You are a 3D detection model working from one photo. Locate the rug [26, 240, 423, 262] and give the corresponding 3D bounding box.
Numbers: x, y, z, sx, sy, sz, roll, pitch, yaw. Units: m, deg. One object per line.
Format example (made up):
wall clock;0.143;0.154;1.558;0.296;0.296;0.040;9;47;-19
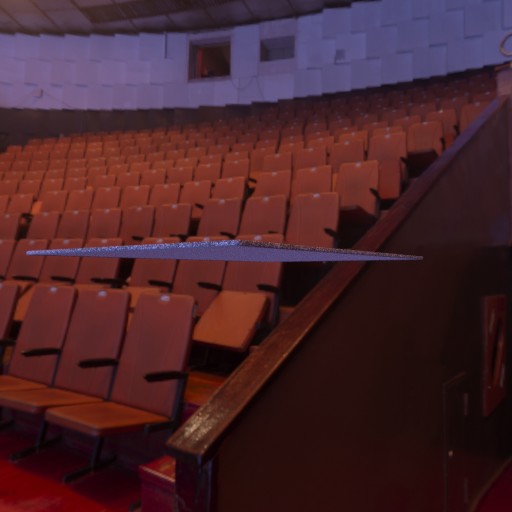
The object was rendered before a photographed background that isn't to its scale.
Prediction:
rug;0.000;0.000;3.485;1.802;0.026;2.699;-1;-2;36
